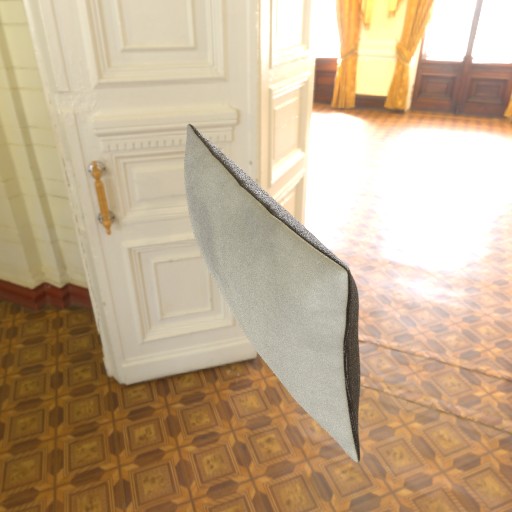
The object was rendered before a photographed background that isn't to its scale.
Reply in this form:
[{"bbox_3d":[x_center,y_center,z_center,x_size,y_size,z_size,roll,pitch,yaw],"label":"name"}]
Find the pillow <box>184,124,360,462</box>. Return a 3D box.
[{"bbox_3d":[0.000,0.000,0.734,0.156,0.305,0.608,-11,32,-18],"label":"pillow"}]
